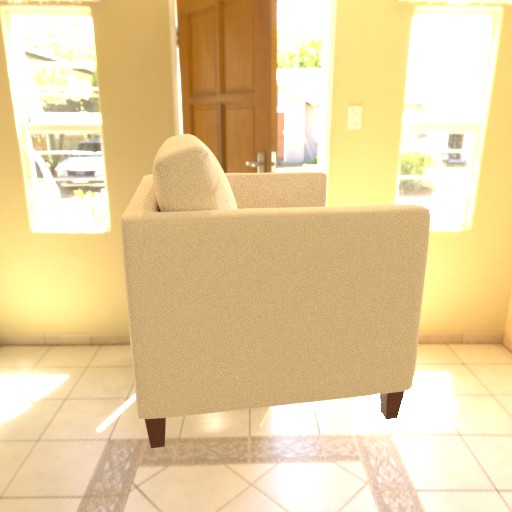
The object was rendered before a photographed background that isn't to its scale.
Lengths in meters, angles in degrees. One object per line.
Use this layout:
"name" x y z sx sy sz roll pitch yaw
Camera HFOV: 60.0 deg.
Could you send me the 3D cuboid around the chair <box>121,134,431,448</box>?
"chair" 0.000 0.000 1.688 0.878 0.885 1.019 -3 17 -10
